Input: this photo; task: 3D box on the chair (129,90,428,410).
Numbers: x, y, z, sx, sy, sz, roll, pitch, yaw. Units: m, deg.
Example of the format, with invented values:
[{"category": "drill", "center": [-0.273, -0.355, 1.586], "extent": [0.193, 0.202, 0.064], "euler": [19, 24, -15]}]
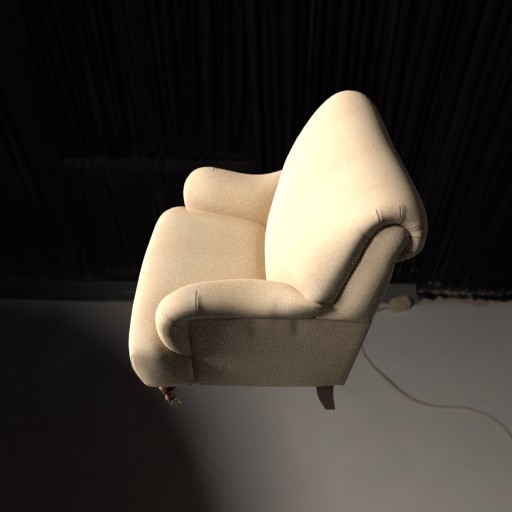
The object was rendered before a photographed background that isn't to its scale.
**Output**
[{"category": "chair", "center": [0.000, 0.000, 1.572], "extent": [0.842, 0.944, 0.766], "euler": [0, 41, 0]}]
